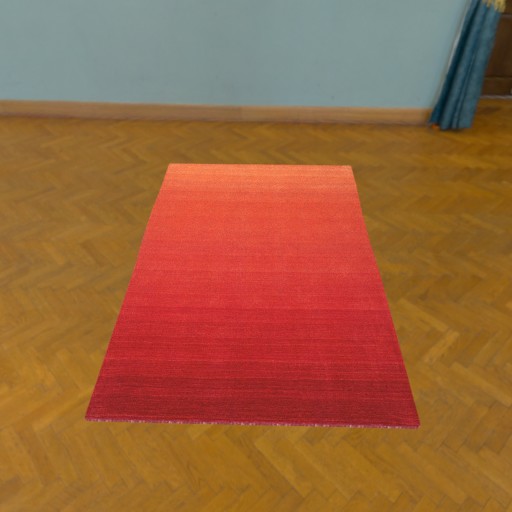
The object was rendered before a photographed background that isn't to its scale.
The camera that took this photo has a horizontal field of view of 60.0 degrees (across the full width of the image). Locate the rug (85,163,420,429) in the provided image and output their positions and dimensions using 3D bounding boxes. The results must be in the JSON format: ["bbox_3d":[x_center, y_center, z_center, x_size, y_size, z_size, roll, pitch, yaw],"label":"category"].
[{"bbox_3d":[0.000,0.000,2.285,1.230,0.018,1.835,1,42,1],"label":"rug"}]
